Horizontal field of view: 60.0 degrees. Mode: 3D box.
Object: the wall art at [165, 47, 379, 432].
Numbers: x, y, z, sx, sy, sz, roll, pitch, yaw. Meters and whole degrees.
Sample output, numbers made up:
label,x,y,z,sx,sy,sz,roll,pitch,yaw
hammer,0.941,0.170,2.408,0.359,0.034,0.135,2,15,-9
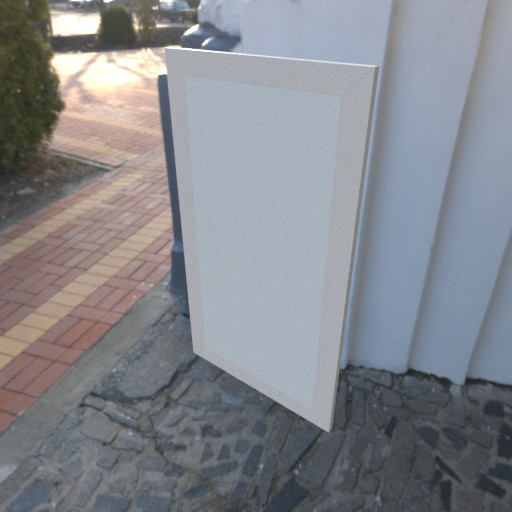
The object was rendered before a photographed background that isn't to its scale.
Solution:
label,x,y,z,sx,sy,sz,roll,pitch,yaw
wall art,0.000,0.000,0.823,0.380,0.683,0.013,21,37,32
